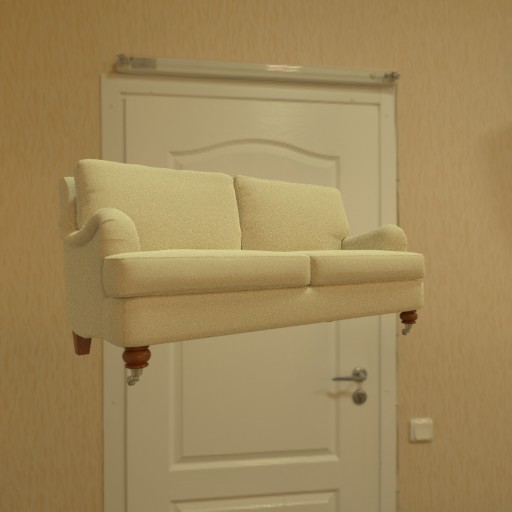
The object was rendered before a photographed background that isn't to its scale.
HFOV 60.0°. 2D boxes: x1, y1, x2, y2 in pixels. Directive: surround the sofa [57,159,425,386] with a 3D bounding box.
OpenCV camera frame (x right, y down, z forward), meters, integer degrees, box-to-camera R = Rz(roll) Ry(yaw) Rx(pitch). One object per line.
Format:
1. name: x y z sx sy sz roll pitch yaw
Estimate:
1. sofa: 0.000 0.000 2.776 2.159 1.087 1.086 0 1 -36
